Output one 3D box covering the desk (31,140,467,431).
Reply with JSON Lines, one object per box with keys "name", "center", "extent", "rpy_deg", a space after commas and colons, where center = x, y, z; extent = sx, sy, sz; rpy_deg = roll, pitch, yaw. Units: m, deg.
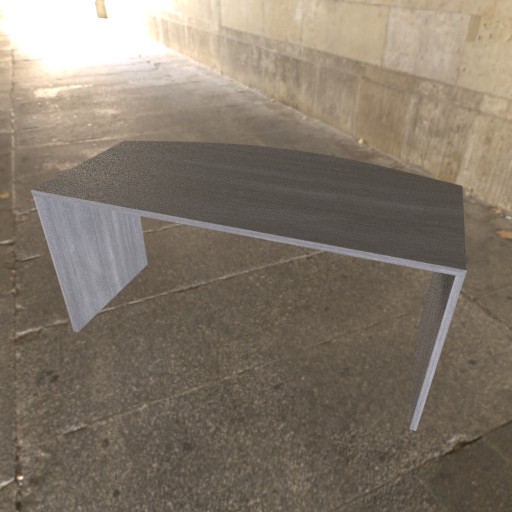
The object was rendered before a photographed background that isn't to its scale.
{"name": "desk", "center": [0.000, 0.000, 2.037], "extent": [1.600, 0.750, 0.802], "rpy_deg": [11, 35, 17]}
